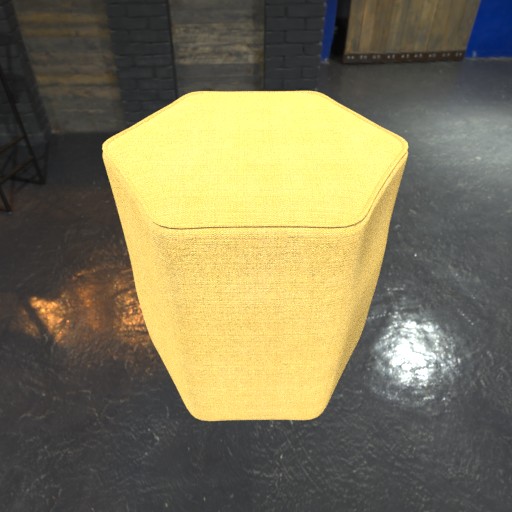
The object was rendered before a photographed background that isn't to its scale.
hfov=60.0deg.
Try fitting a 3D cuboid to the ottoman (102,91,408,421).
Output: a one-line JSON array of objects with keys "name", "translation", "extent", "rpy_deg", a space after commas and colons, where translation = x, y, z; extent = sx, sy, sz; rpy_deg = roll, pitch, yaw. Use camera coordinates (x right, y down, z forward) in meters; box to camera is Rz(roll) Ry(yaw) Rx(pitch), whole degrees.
[{"name": "ottoman", "translation": [0.000, 0.000, 0.865], "extent": [0.494, 0.502, 0.443], "rpy_deg": [0, 42, 0]}]
